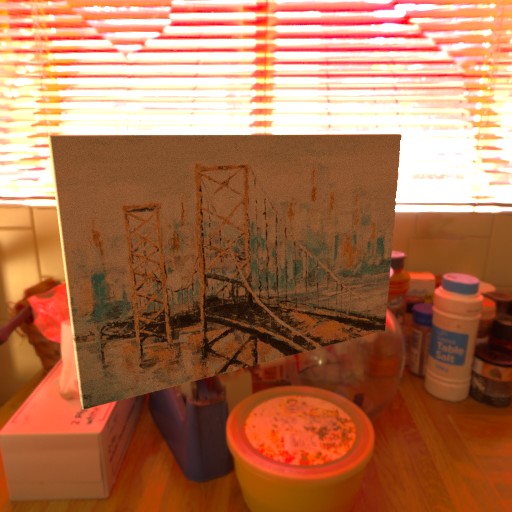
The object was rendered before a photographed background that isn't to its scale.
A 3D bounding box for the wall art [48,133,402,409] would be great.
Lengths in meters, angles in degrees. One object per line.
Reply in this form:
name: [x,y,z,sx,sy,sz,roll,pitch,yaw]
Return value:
wall art: [0.000,0.000,1.150,0.913,0.609,0.038,-8,18,-26]
